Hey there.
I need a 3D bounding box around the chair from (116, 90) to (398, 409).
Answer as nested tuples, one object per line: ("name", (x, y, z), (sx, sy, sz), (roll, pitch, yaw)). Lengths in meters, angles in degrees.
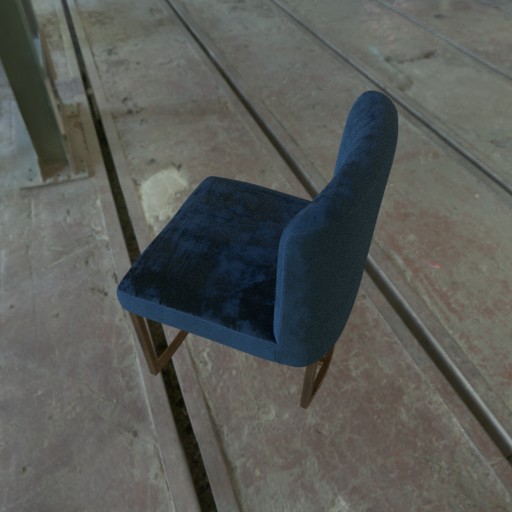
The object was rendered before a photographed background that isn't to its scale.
("chair", (0.000, 0.000, 1.188), (0.560, 0.824, 0.530), (17, 50, 16))
